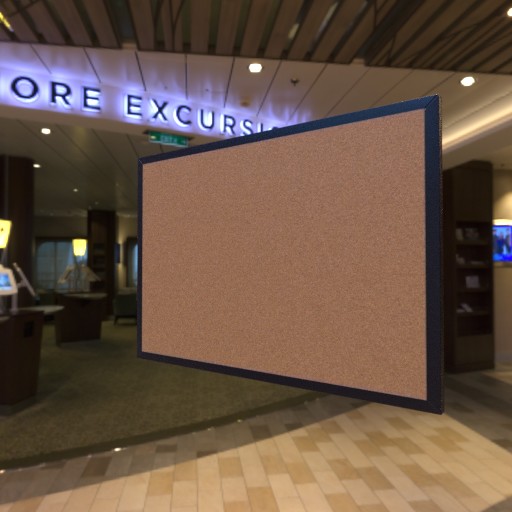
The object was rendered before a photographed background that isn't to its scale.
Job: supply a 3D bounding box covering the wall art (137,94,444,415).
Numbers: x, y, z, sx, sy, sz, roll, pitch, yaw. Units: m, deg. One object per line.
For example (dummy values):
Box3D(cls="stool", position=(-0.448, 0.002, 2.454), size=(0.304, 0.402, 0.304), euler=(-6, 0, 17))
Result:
Box3D(cls="wall art", position=(0.000, 0.000, 0.555), size=(0.440, 0.306, 0.013), euler=(-1, -1, 36))
